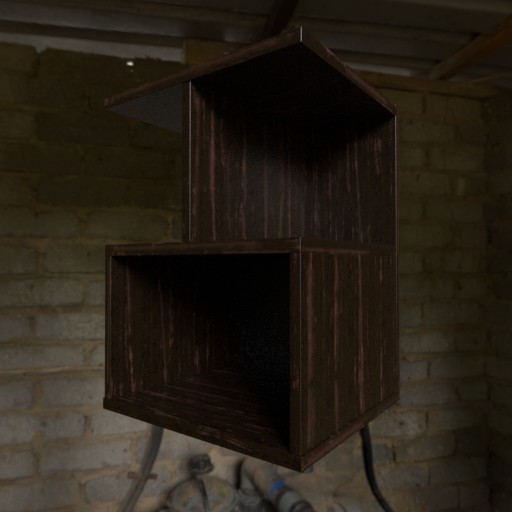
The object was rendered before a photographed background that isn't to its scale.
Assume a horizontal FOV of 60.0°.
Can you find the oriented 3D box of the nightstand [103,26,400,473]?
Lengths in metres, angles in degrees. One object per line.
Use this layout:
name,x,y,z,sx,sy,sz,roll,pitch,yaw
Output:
nightstand,0.000,0.000,0.799,0.400,0.559,0.356,-1,-1,36
